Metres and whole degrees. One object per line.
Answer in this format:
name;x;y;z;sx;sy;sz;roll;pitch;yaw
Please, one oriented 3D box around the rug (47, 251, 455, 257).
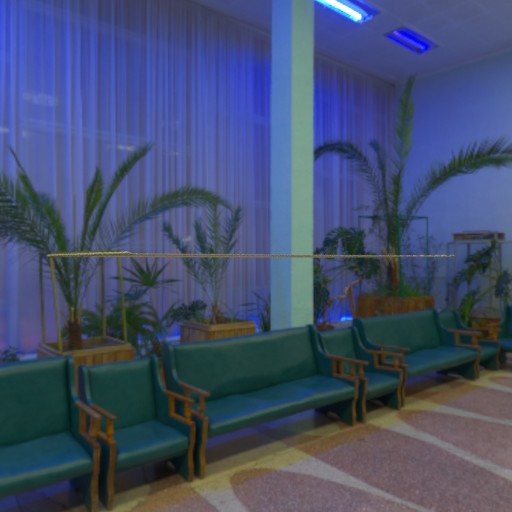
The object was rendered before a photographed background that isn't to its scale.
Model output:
rug;0.000;0.000;3.093;2.435;0.018;1.540;0;-1;-36
